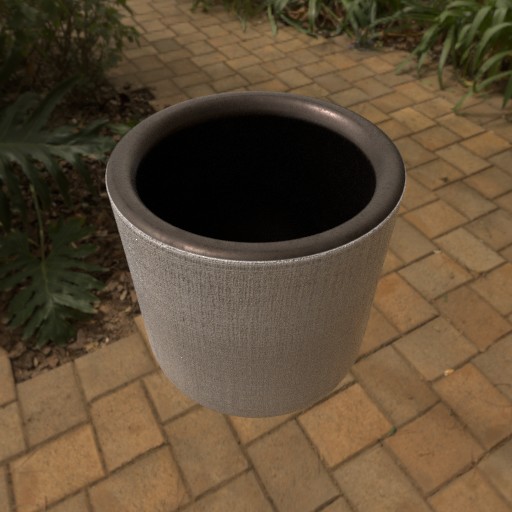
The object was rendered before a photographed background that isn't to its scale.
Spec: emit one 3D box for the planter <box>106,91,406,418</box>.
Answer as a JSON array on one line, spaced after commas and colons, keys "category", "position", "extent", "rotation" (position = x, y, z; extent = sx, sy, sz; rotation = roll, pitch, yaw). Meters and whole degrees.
[{"category": "planter", "position": [0.000, 0.000, 0.291], "extent": [0.160, 0.156, 0.160], "rotation": [0, 45, 0]}]
